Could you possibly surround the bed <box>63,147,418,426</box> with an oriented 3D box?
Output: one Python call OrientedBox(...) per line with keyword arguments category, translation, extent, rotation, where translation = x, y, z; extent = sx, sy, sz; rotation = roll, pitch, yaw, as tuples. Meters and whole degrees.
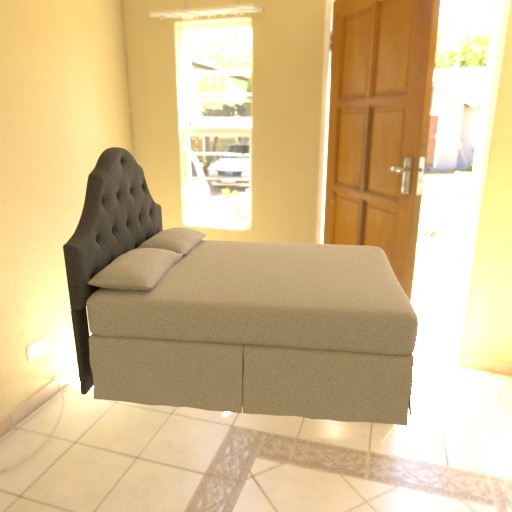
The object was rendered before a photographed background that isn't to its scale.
OrientedBox(category="bed", translation=(0.000, 0.000, 3.327), extent=(2.155, 1.575, 1.636), rotation=(2, 16, 7))
